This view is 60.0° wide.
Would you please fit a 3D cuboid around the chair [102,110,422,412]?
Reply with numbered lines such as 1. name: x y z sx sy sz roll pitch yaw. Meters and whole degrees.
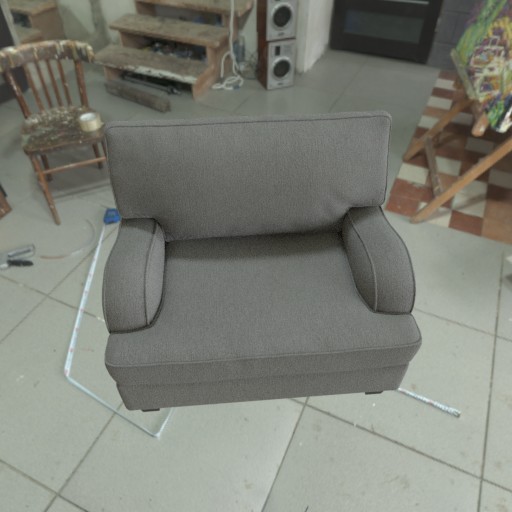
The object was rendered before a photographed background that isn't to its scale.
1. chair: 0.000 0.000 1.964 1.220 1.016 1.041 -3 46 -3
